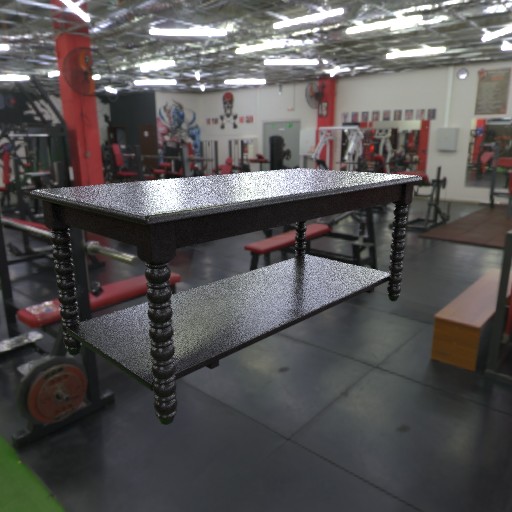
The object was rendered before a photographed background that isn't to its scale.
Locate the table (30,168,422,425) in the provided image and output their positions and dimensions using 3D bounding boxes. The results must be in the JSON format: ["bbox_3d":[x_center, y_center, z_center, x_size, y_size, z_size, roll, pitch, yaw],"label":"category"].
[{"bbox_3d":[0.000,0.000,1.470,0.580,0.487,1.171,14,21,42],"label":"table"}]
